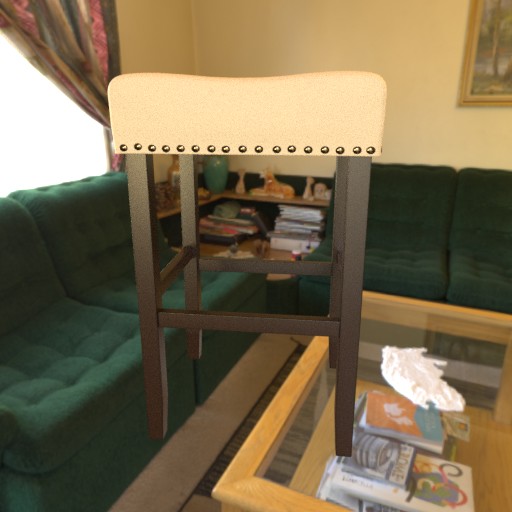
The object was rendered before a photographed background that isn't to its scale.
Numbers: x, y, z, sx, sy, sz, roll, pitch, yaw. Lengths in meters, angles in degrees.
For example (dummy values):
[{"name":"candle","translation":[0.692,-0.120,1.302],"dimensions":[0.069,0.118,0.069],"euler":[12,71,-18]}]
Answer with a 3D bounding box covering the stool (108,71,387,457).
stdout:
[{"name":"stool","translation":[0.000,0.000,1.023],"dimensions":[0.471,0.762,0.401],"euler":[2,18,6]}]
